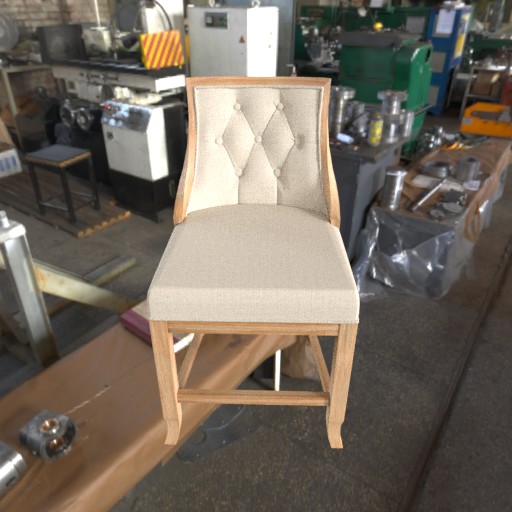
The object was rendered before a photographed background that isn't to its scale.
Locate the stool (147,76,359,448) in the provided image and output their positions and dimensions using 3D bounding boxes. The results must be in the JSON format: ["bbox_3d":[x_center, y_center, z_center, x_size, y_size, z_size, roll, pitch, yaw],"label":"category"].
[{"bbox_3d":[0.000,0.000,1.341,0.524,0.938,0.626,1,30,1],"label":"stool"}]
